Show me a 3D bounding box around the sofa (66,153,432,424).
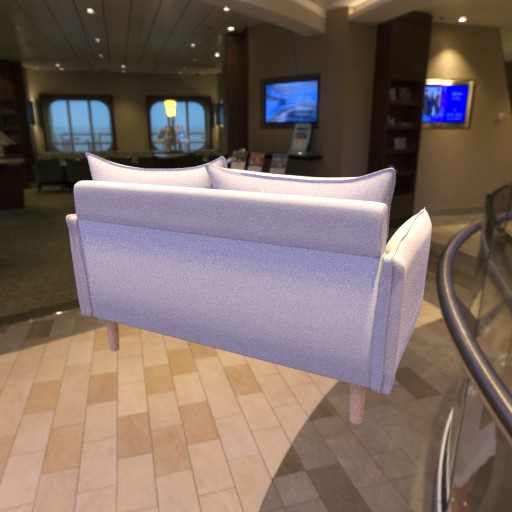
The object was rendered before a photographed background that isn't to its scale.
[{"bbox_3d":[0.000,0.000,1.851,1.300,0.840,0.820,8,18,26],"label":"sofa"}]
